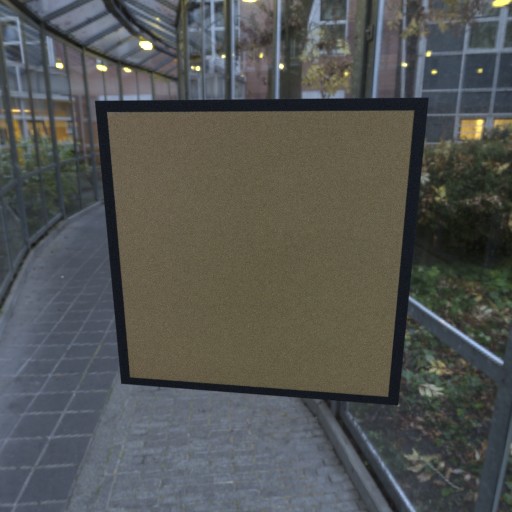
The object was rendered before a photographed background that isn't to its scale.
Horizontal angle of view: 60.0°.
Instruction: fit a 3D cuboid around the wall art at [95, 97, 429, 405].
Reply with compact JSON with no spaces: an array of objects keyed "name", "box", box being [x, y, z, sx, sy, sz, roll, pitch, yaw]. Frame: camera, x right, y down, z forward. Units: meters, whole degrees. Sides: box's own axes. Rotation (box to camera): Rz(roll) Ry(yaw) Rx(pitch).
[{"name":"wall art","box":[0.000,0.000,0.458,0.305,0.304,0.033,2,16,7]}]
